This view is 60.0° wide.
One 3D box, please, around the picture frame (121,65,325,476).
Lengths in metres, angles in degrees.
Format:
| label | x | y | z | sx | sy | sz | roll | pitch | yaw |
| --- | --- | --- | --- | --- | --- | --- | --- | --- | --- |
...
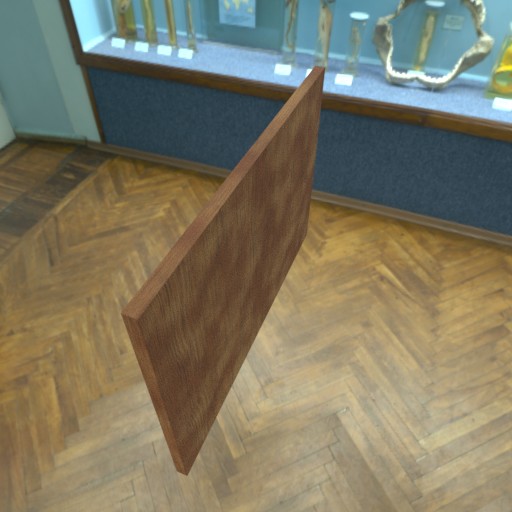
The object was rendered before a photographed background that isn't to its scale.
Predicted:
| label | x | y | z | sx | sy | sz | roll | pitch | yaw |
| --- | --- | --- | --- | --- | --- | --- | --- | --- | --- |
| picture frame | 0.000 | 0.000 | 1.174 | 0.029 | 0.640 | 0.950 | 16 | 48 | 16 |
